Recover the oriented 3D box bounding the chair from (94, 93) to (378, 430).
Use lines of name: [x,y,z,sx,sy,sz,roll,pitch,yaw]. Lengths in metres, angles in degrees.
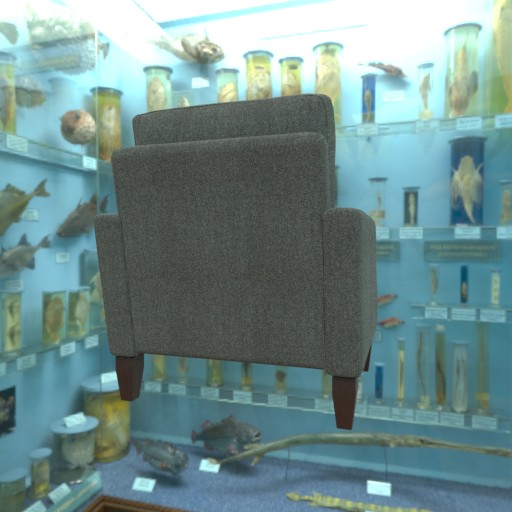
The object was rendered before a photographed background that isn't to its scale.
chair: [0.000,0.000,1.684,0.855,0.993,0.897,0,2,18]
